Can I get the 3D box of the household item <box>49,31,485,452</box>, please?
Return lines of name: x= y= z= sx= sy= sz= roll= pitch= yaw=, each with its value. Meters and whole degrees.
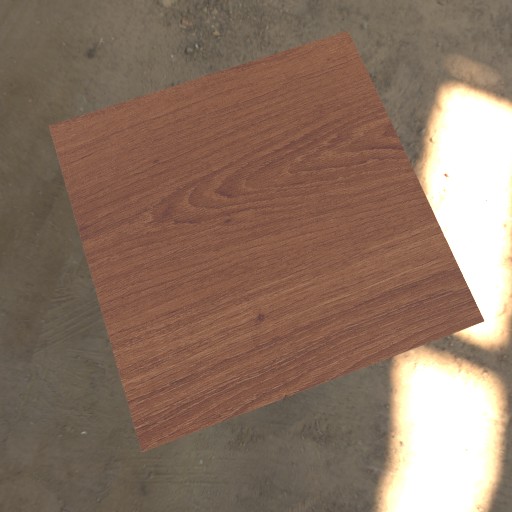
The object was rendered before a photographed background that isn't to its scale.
household item: x=0.000 y=0.000 z=0.716 sx=0.400 sy=0.400 sz=0.400 roll=-19 pitch=78 yaw=-4
